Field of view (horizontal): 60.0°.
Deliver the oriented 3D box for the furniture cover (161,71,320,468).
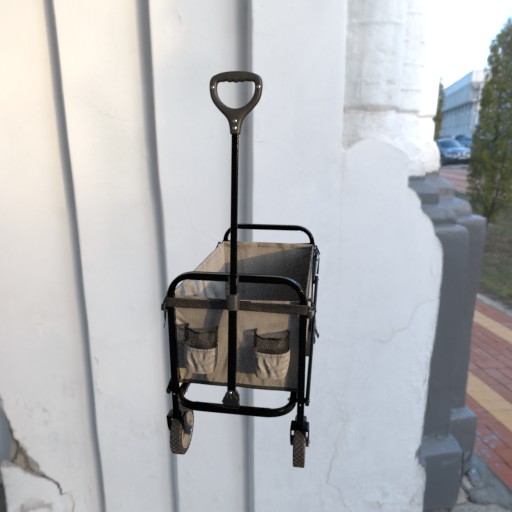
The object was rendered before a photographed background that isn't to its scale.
[{"bbox_3d":[0.000,0.000,1.792,0.532,1.295,1.038,2,15,9],"label":"furniture cover"}]
